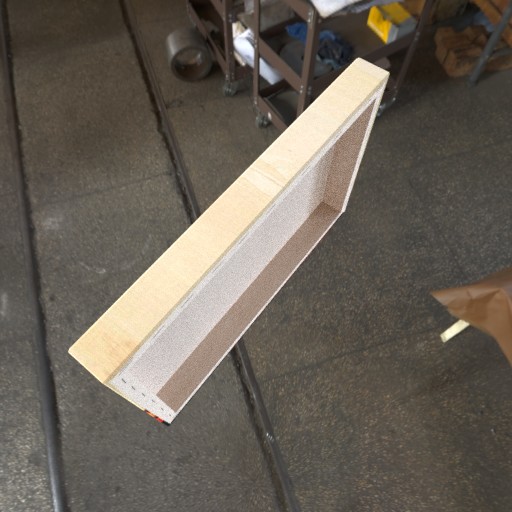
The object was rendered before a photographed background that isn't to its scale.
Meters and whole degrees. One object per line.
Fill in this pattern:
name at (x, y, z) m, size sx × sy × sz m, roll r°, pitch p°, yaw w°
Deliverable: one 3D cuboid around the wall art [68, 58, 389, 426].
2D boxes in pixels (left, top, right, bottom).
wall art at (0.000, 0.000, 0.485) m, size 0.037 × 0.251 × 0.383 m, roll 35°, pitch 68°, yaw 16°
